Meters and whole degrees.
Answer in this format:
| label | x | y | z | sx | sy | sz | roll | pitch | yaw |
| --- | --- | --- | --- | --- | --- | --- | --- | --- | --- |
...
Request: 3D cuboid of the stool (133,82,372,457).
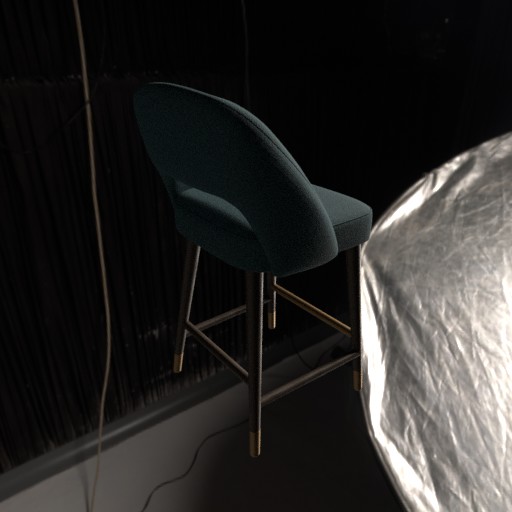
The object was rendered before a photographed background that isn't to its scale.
| label | x | y | z | sx | sy | sz | roll | pitch | yaw |
| --- | --- | --- | --- | --- | --- | --- | --- | --- | --- |
| stool | 0.000 | 0.000 | 1.261 | 0.522 | 0.939 | 0.536 | -18 | 31 | -34 |
